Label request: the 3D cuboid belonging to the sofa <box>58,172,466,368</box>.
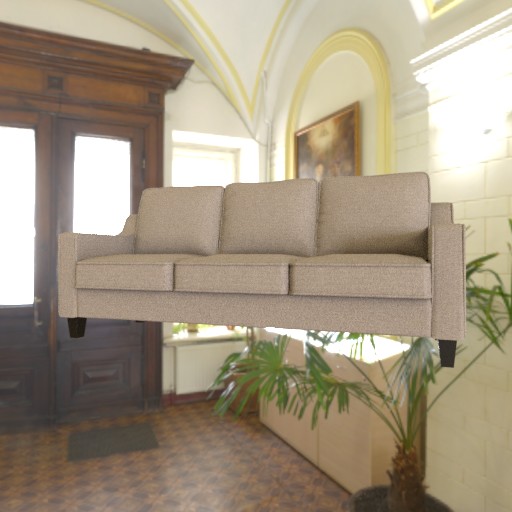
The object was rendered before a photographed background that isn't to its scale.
[{"bbox_3d":[0.000,0.000,2.560,2.129,0.950,0.899,0,0,20],"label":"sofa"}]
